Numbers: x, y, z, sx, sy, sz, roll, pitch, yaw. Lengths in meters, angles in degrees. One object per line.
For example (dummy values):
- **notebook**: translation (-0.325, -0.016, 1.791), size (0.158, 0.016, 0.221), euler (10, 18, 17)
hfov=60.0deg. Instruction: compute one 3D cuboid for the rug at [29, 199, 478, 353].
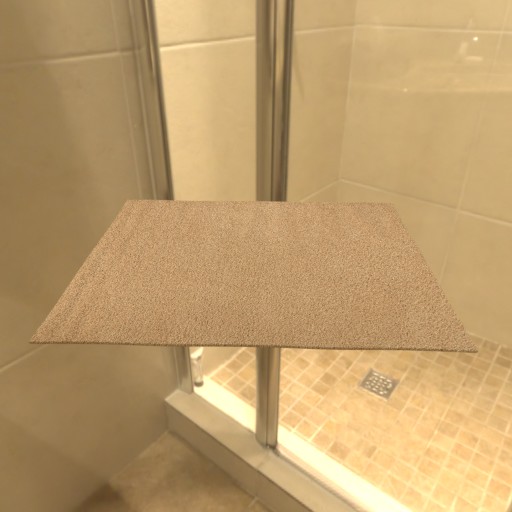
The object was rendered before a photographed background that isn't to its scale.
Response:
- **rug**: translation (0.000, 0.000, 3.992), size (3.000, 0.026, 2.400), euler (1, 31, 1)
